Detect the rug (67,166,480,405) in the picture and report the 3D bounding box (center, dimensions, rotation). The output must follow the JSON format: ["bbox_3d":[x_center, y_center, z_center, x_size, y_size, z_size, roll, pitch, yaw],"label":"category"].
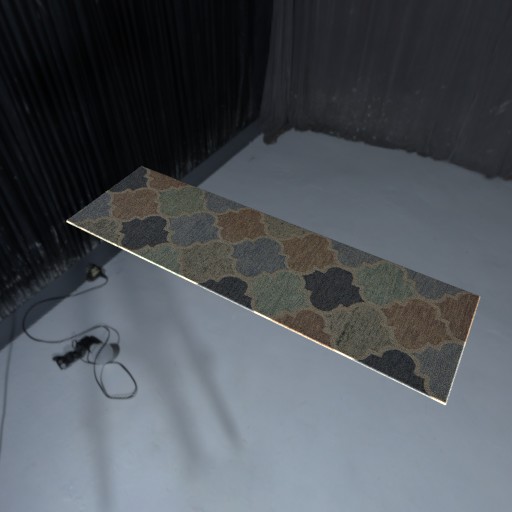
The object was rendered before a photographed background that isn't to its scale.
[{"bbox_3d":[0.000,0.000,2.493,2.287,0.011,0.687,23,50,21],"label":"rug"}]
